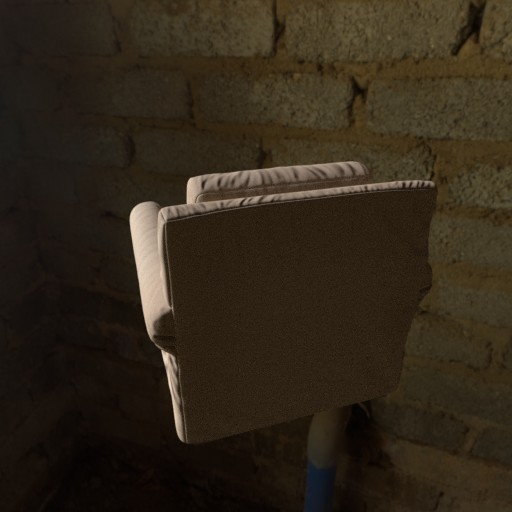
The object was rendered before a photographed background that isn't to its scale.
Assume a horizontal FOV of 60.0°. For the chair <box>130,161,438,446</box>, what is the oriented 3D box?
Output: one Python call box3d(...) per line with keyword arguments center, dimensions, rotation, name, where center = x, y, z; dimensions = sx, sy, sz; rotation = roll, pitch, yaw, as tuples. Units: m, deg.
box3d(center=(0.000, 0.000, 1.788), dimensions=(0.940, 0.866, 1.066), rotation=(-8, 28, -16), name="chair")
